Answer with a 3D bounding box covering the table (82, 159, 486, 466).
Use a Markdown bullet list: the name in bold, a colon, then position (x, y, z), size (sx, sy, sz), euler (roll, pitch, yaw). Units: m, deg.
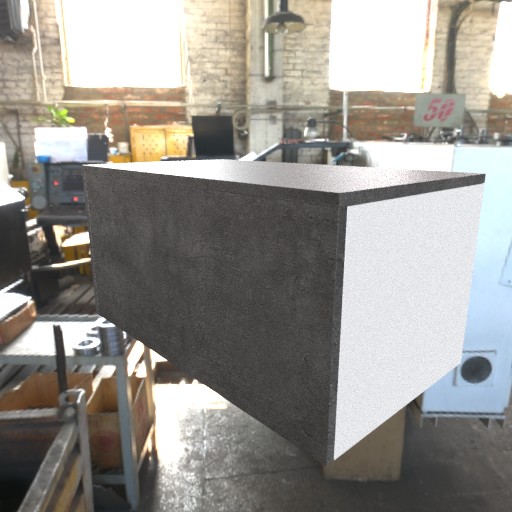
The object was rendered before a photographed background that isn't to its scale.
- **table**: position (0.000, 0.000, 0.903), size (0.400, 0.350, 0.700), euler (-13, 20, -41)
